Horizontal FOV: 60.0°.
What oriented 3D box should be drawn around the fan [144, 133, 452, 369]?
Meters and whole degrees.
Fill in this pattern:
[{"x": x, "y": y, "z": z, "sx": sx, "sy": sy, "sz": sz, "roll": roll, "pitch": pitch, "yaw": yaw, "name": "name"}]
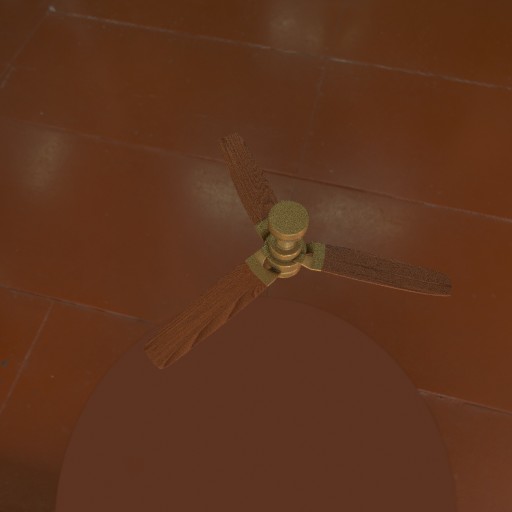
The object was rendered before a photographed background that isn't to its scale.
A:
[{"x": 0.000, "y": 0.000, "z": 2.019, "sx": 1.271, "sy": 0.425, "sz": 1.416, "roll": -38, "pitch": 69, "yaw": -18, "name": "fan"}]
